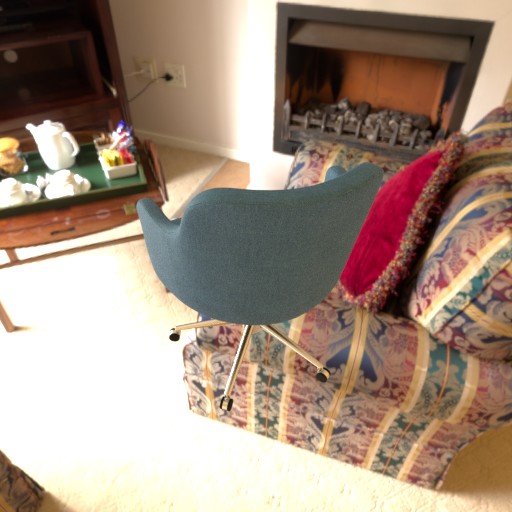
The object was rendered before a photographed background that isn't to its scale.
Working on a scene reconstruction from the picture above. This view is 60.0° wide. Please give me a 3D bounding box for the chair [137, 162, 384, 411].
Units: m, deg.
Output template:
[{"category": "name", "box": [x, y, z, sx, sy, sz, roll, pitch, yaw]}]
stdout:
[{"category": "chair", "box": [0.000, 0.000, 1.279, 0.599, 0.820, 0.655, -12, 43, -13]}]
